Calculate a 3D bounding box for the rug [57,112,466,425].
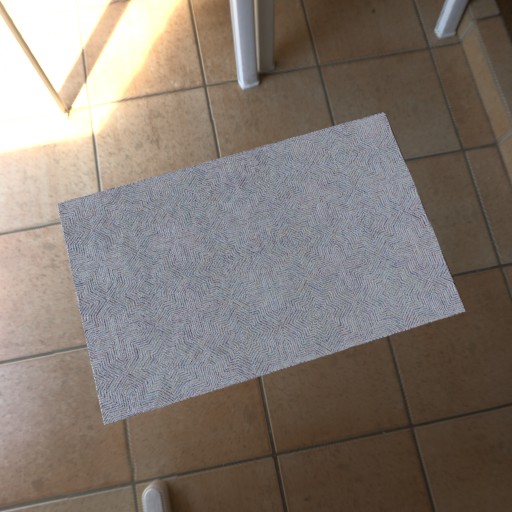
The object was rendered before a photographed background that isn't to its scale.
[{"bbox_3d":[0.000,0.000,2.993,2.428,0.007,1.519,-17,78,-4],"label":"rug"}]
